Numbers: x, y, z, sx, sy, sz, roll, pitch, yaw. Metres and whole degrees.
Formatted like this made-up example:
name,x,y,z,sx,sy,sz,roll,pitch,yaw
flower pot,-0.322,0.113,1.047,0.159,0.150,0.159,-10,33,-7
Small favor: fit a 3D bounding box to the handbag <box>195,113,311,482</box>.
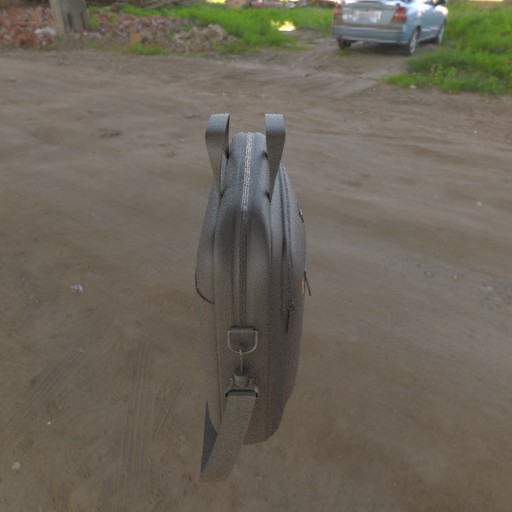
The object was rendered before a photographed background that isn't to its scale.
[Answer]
name,x,y,z,sx,sy,sz,roll,pitch,yaw
handbag,0.000,0.000,0.560,0.126,0.330,0.429,0,32,0
